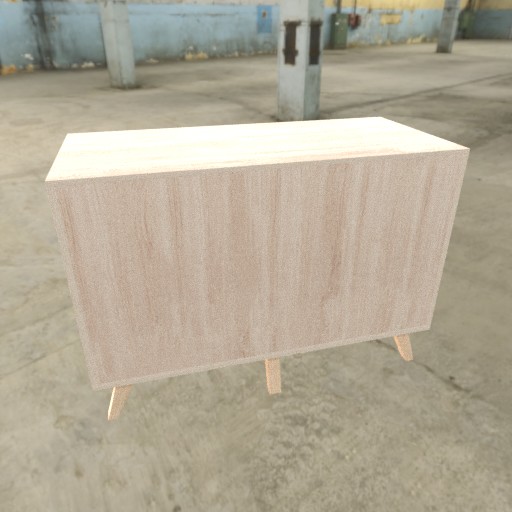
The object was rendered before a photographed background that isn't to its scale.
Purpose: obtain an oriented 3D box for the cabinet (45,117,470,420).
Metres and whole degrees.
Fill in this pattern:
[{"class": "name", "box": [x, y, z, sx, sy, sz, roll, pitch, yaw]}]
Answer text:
[{"class": "cabinet", "box": [0.000, 0.000, 1.509, 1.110, 0.780, 0.500, -7, 28, -13]}]
